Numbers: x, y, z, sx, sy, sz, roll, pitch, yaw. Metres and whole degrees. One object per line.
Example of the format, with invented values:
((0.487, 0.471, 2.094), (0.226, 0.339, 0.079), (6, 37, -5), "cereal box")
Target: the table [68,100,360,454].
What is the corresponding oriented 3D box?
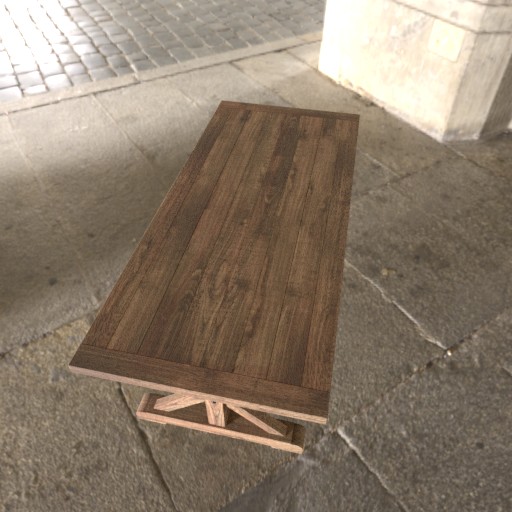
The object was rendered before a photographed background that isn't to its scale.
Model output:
((0.000, 0.000, 2.438), (0.907, 0.733, 2.031), (9, 46, 9), "table")
